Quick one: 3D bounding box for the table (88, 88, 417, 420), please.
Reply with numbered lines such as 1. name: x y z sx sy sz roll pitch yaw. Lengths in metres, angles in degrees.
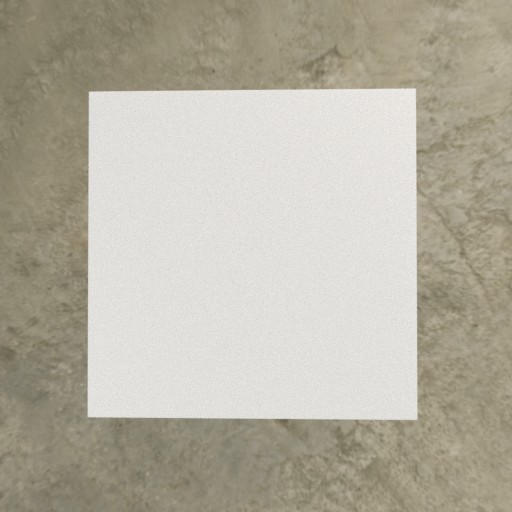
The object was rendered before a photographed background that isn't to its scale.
1. table: 0.000 0.000 0.754 0.381 0.483 0.381 0 89 1
